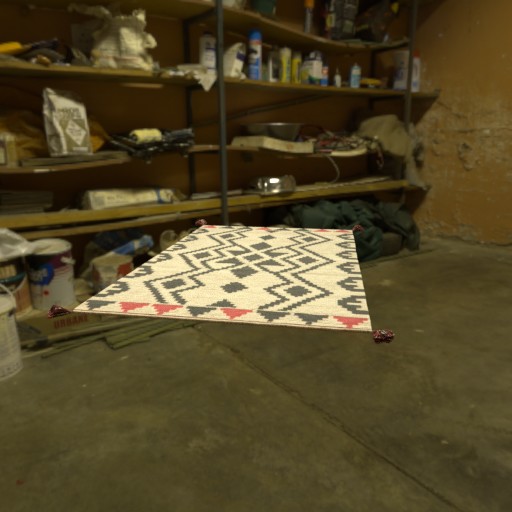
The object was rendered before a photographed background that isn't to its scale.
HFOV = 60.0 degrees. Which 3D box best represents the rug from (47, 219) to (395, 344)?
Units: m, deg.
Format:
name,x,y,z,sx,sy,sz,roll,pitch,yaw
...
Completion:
name,x,y,z,sx,sy,sz,roll,pitch,yaw
rug,0.000,0.000,3.334,1.741,0.066,2.672,2,15,9
